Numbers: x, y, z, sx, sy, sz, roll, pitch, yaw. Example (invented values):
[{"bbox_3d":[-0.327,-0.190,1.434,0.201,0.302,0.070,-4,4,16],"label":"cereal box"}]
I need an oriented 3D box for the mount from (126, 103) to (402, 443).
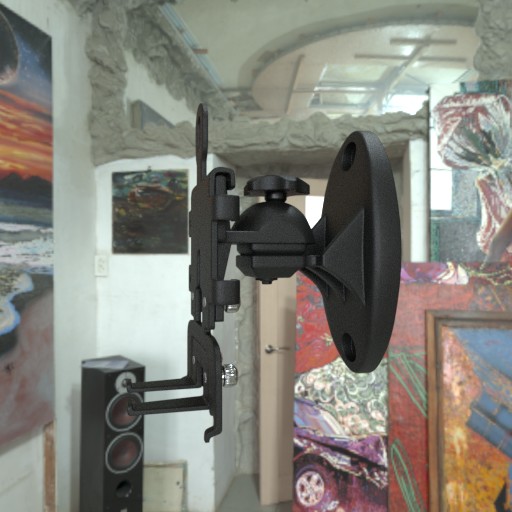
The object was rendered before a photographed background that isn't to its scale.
[{"bbox_3d":[0.000,0.000,0.179,0.100,0.118,0.066,0,0,-17],"label":"mount"}]
